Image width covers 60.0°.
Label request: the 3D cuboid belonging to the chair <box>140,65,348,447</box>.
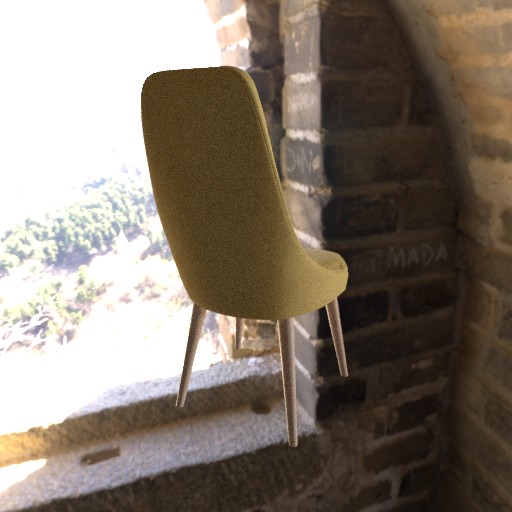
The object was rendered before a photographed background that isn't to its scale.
[{"bbox_3d":[0.000,0.000,1.402,0.510,1.040,0.660,8,18,26],"label":"chair"}]
